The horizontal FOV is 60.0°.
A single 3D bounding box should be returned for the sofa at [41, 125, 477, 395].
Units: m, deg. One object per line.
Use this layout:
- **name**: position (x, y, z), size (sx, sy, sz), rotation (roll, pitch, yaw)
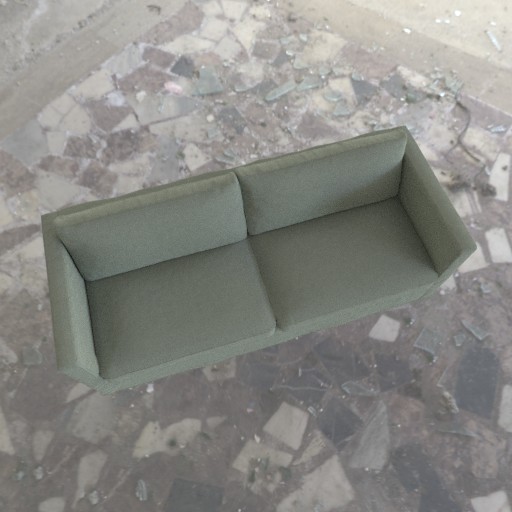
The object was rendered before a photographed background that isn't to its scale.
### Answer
- **sofa**: position (0.000, 0.000, 2.723), size (2.312, 0.853, 0.962), rotation (-15, 65, -7)
